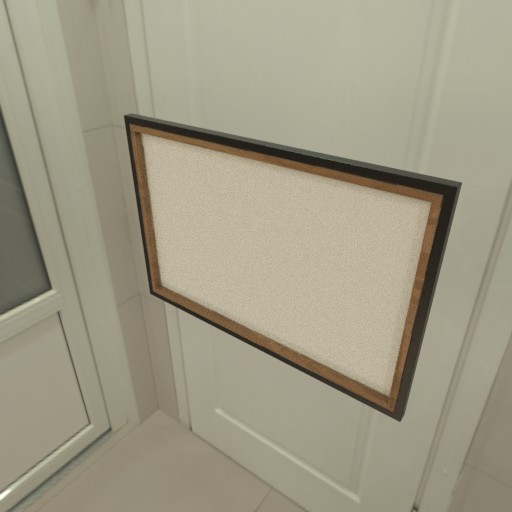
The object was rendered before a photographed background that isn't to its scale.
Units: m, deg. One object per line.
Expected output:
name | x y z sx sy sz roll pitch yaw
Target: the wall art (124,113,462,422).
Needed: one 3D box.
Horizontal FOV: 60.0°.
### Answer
wall art | 0.000 0.000 0.856 0.659 0.446 0.022 21 36 31
